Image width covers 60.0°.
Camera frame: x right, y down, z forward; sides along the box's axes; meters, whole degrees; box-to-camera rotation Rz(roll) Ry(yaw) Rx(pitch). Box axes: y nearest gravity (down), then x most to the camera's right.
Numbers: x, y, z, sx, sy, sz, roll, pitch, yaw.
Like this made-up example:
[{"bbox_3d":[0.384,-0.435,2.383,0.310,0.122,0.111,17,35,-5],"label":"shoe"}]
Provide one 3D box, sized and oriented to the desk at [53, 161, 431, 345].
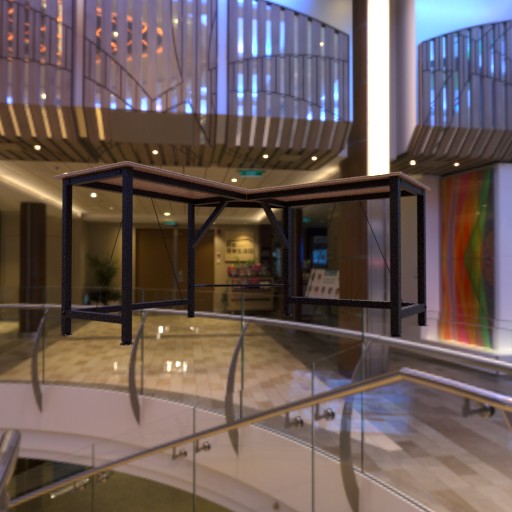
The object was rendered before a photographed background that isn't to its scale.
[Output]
[{"bbox_3d":[0.000,0.000,2.297,1.400,0.762,1.400,-1,-1,35],"label":"desk"}]
